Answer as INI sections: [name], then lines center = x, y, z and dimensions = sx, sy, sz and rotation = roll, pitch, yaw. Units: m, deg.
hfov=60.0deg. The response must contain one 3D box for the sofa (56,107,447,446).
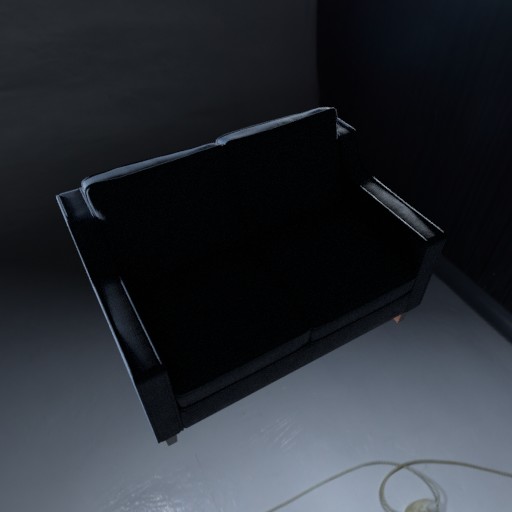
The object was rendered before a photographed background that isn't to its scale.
[sofa]
center = 0.000, 0.000, 2.174
dimensions = 1.501, 0.971, 0.987
rotation = -22, 50, -20
